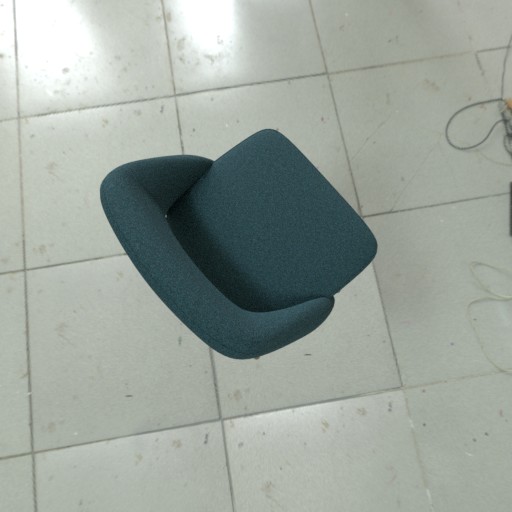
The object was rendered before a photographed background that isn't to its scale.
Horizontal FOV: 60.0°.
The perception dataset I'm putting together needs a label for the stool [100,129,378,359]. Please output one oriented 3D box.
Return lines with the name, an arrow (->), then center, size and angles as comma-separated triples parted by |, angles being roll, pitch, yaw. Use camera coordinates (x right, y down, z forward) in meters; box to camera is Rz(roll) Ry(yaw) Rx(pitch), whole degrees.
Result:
stool -> 0.000, 0.000, 1.312 | 0.522, 1.032, 0.536 | -38, 79, -9
